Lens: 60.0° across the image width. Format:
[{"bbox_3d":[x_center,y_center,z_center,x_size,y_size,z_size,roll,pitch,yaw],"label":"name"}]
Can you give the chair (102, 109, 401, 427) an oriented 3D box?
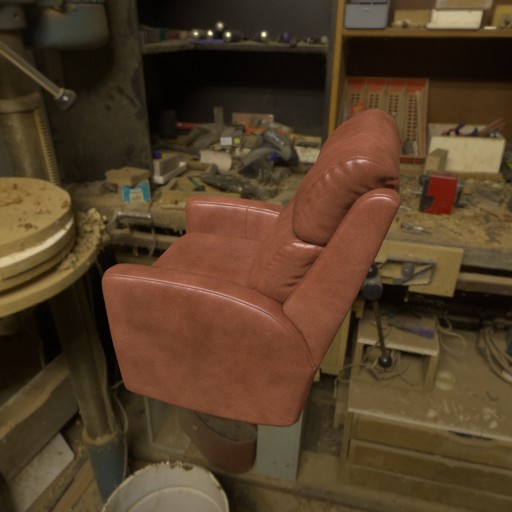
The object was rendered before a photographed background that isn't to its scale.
[{"bbox_3d":[0.000,0.000,1.682,0.939,1.016,0.787,8,29,14],"label":"chair"}]
